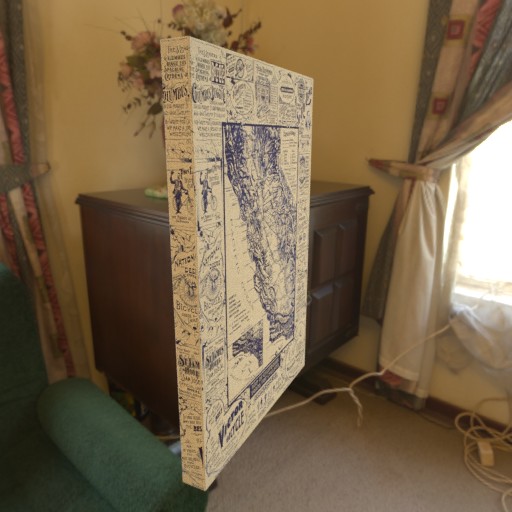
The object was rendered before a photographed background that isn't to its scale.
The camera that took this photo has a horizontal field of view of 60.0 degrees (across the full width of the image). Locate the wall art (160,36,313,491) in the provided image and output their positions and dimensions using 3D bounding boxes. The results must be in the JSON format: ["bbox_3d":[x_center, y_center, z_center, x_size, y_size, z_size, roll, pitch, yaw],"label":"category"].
[{"bbox_3d":[0.000,0.000,0.747,0.040,0.601,0.408,7,17,25],"label":"wall art"}]
